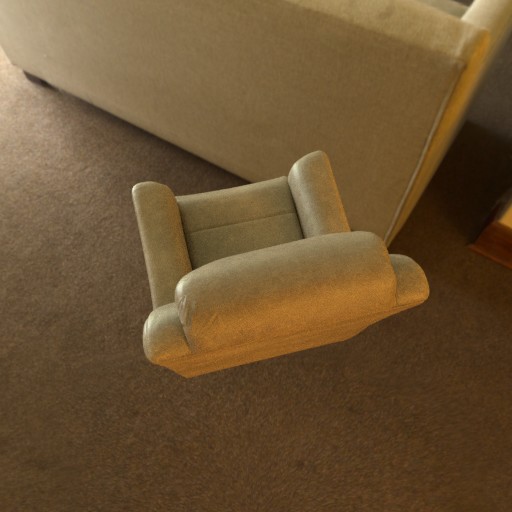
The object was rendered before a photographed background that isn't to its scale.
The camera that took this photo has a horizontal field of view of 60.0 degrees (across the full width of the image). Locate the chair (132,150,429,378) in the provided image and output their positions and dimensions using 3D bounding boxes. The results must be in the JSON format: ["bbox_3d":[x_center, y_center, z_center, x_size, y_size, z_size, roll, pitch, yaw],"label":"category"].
[{"bbox_3d":[0.000,0.000,1.918,0.967,1.116,1.068,-12,59,-7],"label":"chair"}]
